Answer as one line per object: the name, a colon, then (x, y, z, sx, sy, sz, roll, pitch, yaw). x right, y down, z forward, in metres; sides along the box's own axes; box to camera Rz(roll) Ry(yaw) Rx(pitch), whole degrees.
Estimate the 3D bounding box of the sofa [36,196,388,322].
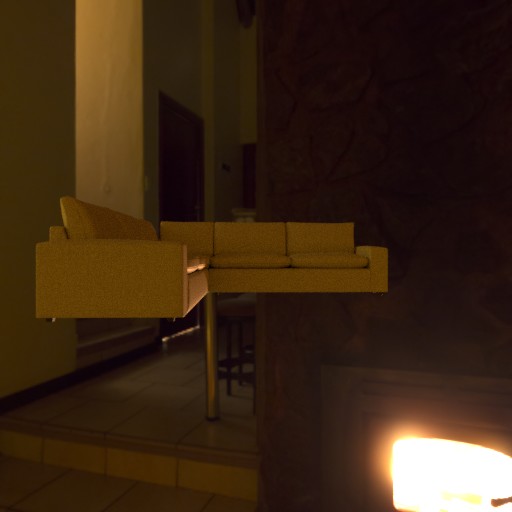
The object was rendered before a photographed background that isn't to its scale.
sofa: (0.000, 0.000, 4.026, 2.742, 0.800, 2.622, 0, 0, -2)
